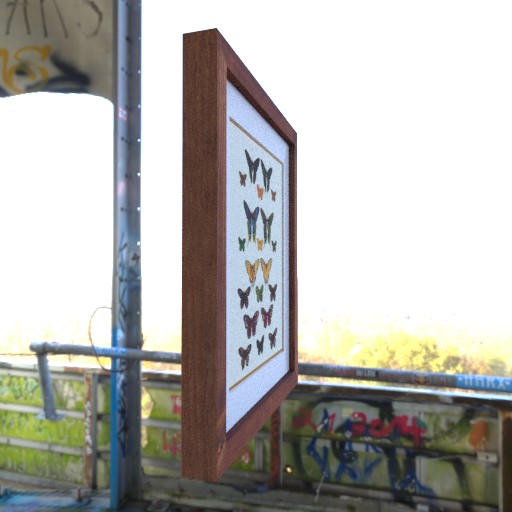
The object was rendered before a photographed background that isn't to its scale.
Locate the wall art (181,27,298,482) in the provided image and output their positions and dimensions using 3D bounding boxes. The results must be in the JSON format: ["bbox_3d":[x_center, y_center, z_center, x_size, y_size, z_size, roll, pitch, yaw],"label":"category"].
[{"bbox_3d":[0.000,0.000,0.623,0.039,0.449,0.377,0,-1,18],"label":"wall art"}]
